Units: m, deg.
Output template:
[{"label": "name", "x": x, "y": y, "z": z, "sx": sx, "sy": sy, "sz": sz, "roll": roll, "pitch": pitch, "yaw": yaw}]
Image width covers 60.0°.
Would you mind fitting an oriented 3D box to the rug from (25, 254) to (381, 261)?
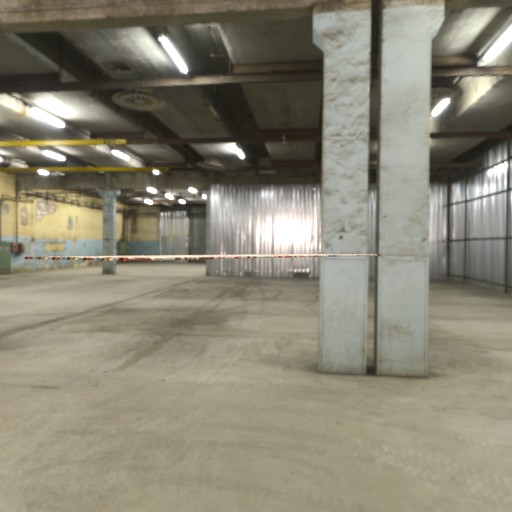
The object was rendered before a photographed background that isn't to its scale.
[{"label": "rug", "x": 0.000, "y": 0.000, "z": 2.933, "sx": 0.763, "sy": 0.015, "sz": 2.682, "roll": 0, "pitch": 1, "yaw": 35}]
